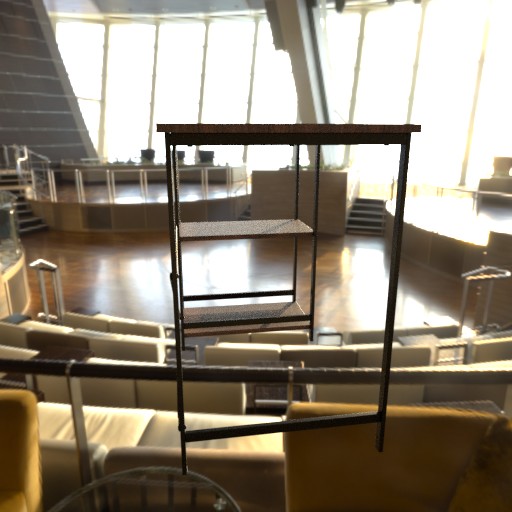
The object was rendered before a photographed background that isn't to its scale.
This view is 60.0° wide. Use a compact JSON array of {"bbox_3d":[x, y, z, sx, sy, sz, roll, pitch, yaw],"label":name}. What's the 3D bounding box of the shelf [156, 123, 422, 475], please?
[{"bbox_3d":[0.000,0.000,1.338,0.498,0.750,0.902,-2,16,-9],"label":"shelf"}]
